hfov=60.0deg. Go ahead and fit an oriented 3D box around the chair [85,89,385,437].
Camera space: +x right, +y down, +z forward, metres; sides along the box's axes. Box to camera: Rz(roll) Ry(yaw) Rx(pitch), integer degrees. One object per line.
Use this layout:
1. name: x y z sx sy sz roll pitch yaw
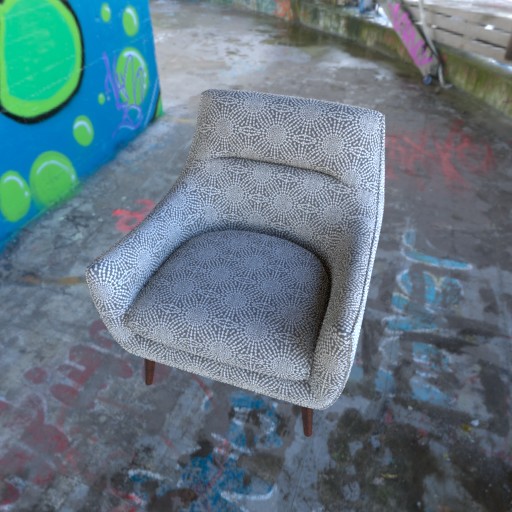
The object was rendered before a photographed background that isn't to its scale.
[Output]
1. chair: 0.000 0.000 1.494 0.762 0.838 0.787 13 43 14
